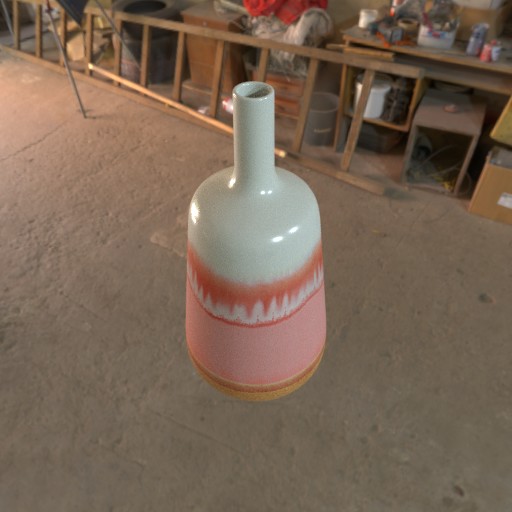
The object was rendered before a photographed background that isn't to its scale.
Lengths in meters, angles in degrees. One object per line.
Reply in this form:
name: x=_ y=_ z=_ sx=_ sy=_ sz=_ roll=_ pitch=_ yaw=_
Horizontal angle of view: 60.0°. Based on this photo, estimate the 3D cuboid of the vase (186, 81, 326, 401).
vase: x=0.000 y=0.000 z=0.383 sx=0.144 sy=0.296 sz=0.144 roll=0 pitch=45 yaw=0
